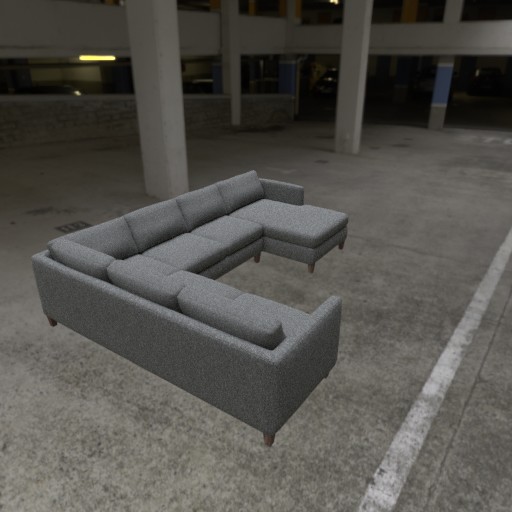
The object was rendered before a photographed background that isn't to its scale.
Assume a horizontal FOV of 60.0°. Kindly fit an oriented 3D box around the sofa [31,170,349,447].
[{"bbox_3d":[0.000,0.000,4.448,2.551,0.853,3.238,16,30,31],"label":"sofa"}]
